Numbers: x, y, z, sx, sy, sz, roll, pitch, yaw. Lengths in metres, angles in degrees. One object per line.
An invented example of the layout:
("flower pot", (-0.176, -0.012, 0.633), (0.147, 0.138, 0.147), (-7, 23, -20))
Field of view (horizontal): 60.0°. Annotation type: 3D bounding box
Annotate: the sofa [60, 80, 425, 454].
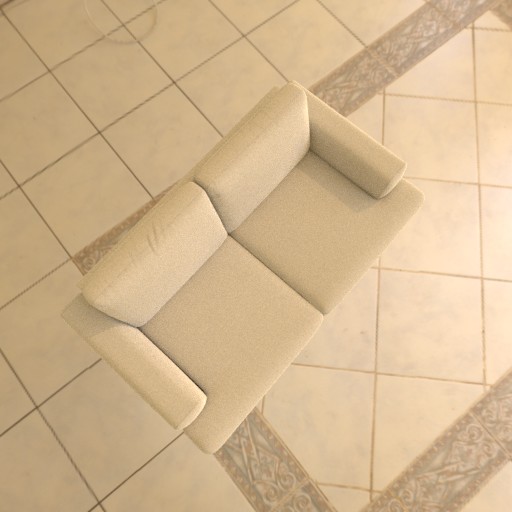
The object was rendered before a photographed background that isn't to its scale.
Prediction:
("sofa", (0.000, 0.000, 2.160), (0.915, 0.810, 1.651), (40, 79, 10))
